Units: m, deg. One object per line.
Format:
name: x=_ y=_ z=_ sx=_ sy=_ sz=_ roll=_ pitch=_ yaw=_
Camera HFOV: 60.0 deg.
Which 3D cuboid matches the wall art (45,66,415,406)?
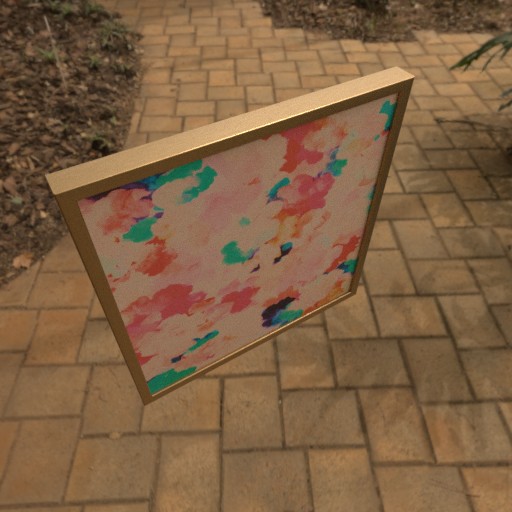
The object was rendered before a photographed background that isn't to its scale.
wall art: x=0.000 y=0.000 z=0.744 sx=0.510 sy=0.509 sz=0.037 roll=-24 pitch=52 yaw=-21
